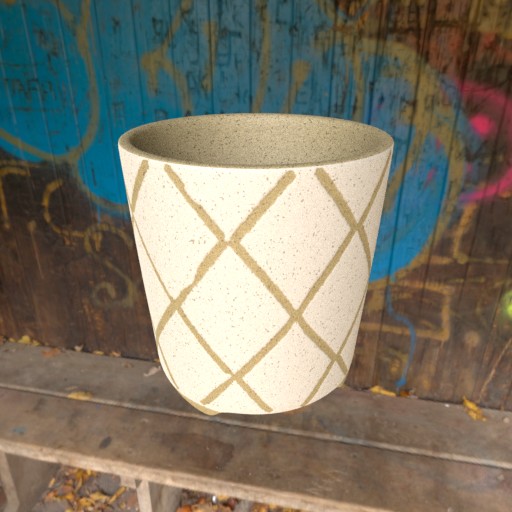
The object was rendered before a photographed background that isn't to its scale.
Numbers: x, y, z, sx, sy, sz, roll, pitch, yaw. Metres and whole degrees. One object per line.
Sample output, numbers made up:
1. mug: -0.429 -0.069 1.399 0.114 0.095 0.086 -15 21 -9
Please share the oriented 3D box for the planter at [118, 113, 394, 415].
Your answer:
1. planter: 0.000 0.000 0.430 0.228 0.235 0.228 0 26 0
